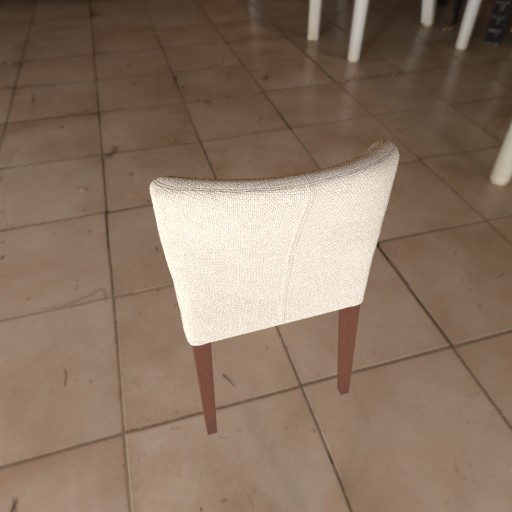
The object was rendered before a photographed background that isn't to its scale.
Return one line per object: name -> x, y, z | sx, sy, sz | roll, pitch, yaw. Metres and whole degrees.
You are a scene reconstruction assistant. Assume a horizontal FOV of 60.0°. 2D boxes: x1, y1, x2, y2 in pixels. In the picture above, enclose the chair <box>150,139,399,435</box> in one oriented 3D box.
chair -> 0.000, 0.000, 1.194 | 0.491, 0.839, 0.589 | -12, 44, -13
